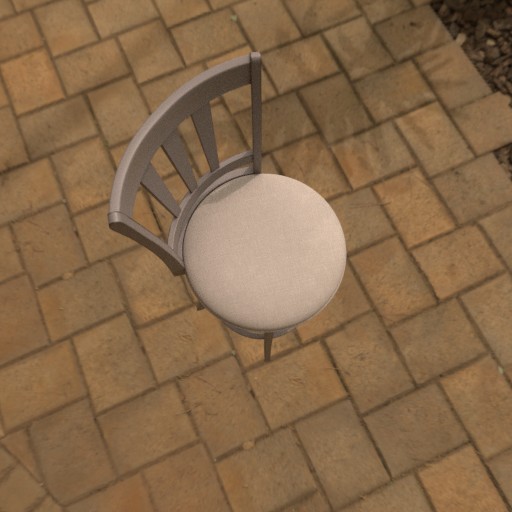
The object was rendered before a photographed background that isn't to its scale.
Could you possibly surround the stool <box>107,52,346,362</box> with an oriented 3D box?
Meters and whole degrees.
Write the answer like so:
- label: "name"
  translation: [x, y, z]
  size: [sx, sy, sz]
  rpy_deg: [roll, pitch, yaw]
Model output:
- label: "stool"
  translation: [0.000, 0.000, 1.257]
  size: [0.475, 1.023, 0.436]
  rpy_deg: [35, 78, 9]
